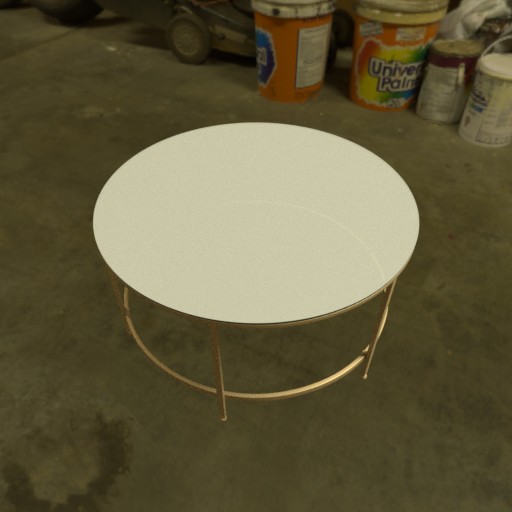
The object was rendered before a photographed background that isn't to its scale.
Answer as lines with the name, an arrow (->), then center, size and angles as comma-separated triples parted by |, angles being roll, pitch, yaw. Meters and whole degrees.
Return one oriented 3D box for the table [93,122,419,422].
table -> 0.000, 0.000, 1.440 | 0.914, 0.470, 0.914 | 0, 43, 0
